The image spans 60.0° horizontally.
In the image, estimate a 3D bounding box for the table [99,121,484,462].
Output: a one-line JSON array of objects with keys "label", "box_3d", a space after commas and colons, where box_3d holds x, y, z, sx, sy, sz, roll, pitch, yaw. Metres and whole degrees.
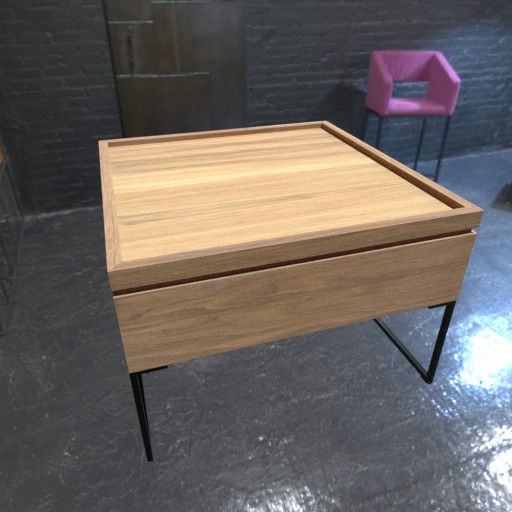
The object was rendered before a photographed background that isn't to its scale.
[{"label": "table", "box_3d": [0.000, 0.000, 1.133, 0.679, 0.464, 0.676, -10, 33, -15]}]
